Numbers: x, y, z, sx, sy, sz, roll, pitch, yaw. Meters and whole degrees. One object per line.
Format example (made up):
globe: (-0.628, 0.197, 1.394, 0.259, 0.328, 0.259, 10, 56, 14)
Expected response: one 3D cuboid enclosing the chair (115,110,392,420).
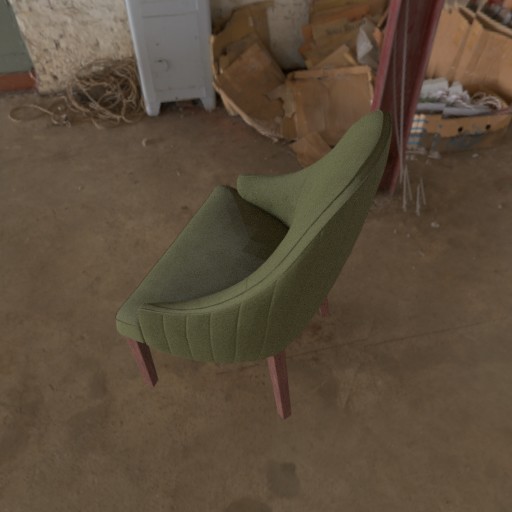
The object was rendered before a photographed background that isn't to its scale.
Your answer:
chair: (0.000, 0.000, 1.267, 0.575, 0.889, 0.643, 18, 49, 16)
